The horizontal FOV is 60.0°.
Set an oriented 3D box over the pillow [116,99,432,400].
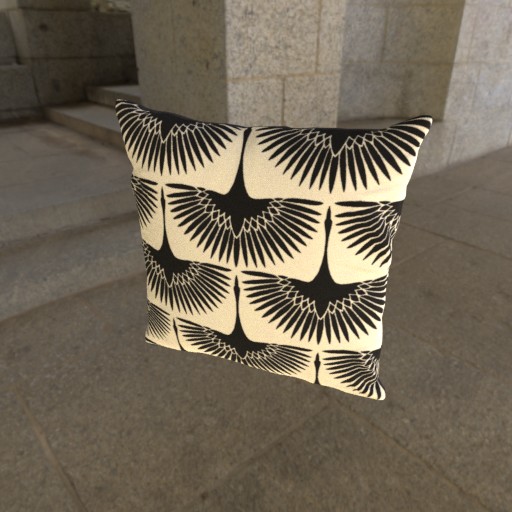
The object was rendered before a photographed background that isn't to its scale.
[{"bbox_3d":[0.000,0.000,0.667,0.432,0.432,0.139,9,28,17],"label":"pillow"}]
